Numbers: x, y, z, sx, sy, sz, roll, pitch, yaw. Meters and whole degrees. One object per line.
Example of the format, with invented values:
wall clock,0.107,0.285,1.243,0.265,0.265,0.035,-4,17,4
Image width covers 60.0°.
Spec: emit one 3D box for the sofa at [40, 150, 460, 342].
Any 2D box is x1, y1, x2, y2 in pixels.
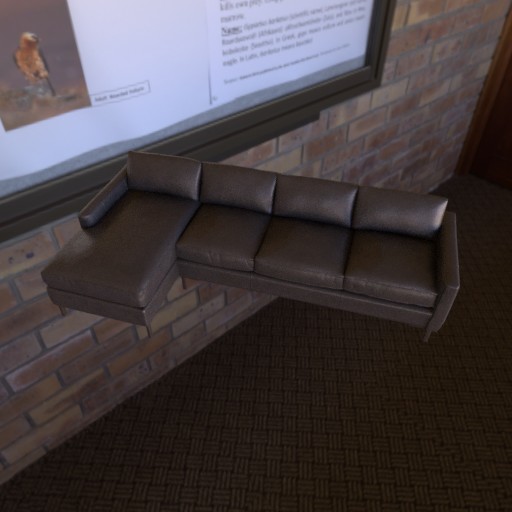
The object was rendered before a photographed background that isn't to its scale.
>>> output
sofa,0.000,0.000,3.557,2.993,0.859,1.471,11,43,12
